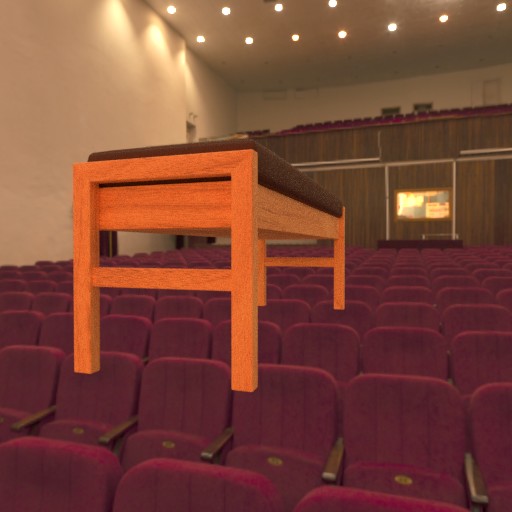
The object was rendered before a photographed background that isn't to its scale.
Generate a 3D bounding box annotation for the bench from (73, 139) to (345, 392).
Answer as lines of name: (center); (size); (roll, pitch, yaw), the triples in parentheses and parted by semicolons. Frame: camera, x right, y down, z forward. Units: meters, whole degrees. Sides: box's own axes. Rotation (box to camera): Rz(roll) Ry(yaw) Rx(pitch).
bench: (0.000, 0.000, 1.441); (0.405, 0.480, 1.200); (0, 1, 19)
